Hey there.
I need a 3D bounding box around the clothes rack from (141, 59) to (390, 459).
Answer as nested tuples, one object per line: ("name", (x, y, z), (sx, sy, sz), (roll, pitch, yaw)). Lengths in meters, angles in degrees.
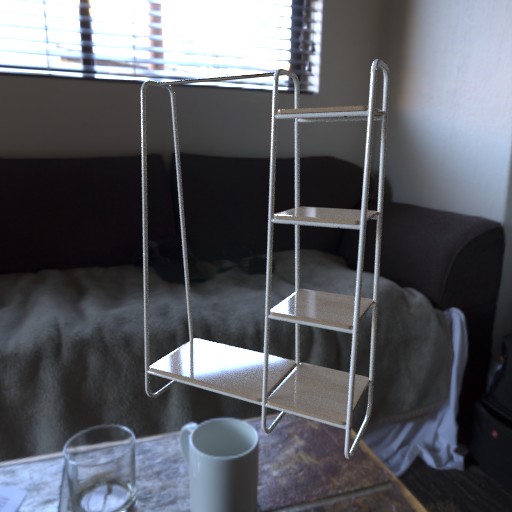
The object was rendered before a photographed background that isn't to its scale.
("clothes rack", (0.000, 0.000, 1.942), (1.011, 1.500, 0.400), (7, 15, 26))
